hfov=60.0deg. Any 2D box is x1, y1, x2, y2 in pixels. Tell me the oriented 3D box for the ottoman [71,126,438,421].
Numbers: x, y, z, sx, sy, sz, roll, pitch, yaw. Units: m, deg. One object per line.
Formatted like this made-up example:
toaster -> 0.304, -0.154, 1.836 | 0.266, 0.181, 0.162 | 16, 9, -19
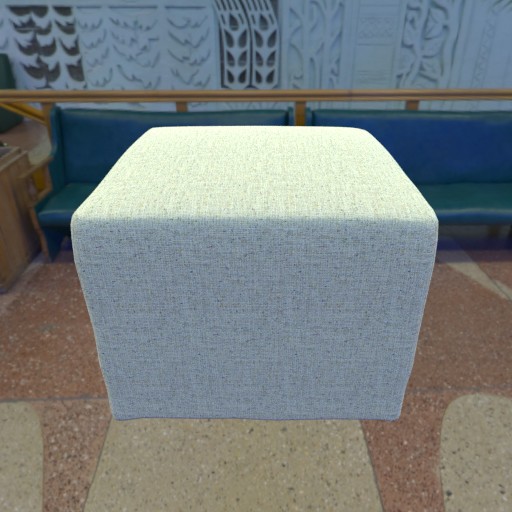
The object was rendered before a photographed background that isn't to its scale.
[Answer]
ottoman -> 0.000, 0.000, 0.904 | 0.521, 0.453, 0.512 | 0, 30, 0
